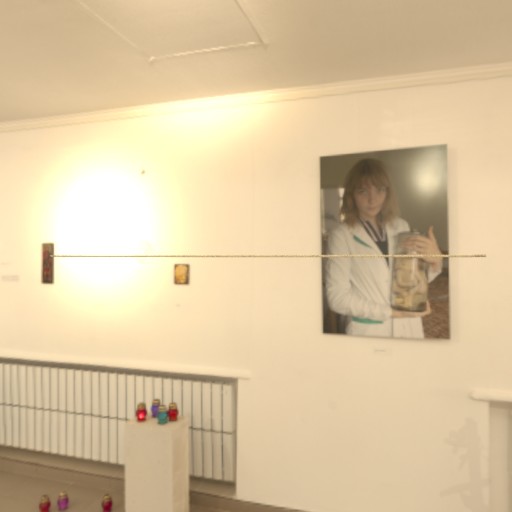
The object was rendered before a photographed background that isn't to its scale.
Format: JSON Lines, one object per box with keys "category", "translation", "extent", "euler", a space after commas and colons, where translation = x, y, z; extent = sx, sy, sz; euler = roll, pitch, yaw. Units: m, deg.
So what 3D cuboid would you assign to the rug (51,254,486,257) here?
{"category": "rug", "translation": [0.000, 0.000, 2.865], "extent": [2.544, 0.015, 0.795], "euler": [0, 0, 17]}
